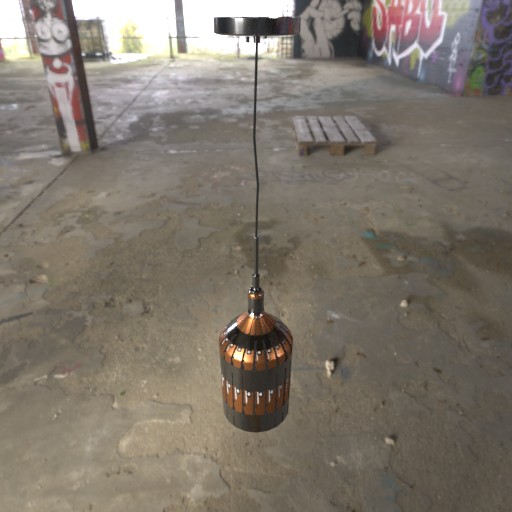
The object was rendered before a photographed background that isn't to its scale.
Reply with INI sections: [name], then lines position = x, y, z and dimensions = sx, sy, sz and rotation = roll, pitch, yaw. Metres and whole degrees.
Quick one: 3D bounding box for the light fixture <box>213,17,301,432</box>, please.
[light fixture]
position = 0.000, 0.000, 1.618
dimensions = 0.303, 1.535, 0.303
rotation = 0, 29, 0
